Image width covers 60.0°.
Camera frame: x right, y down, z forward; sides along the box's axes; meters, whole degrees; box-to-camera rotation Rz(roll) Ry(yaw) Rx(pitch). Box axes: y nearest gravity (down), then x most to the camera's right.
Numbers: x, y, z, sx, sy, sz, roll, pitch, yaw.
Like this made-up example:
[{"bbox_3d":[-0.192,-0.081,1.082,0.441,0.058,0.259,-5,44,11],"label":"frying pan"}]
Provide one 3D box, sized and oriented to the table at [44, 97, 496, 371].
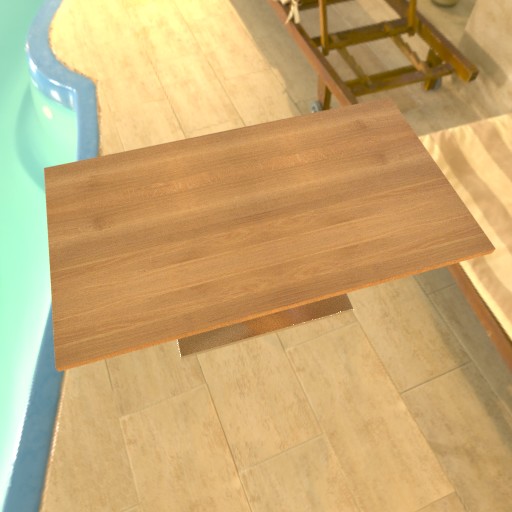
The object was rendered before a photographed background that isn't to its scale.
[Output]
[{"bbox_3d":[0.000,0.000,2.079,1.600,0.750,0.900,-14,59,-9],"label":"table"}]
